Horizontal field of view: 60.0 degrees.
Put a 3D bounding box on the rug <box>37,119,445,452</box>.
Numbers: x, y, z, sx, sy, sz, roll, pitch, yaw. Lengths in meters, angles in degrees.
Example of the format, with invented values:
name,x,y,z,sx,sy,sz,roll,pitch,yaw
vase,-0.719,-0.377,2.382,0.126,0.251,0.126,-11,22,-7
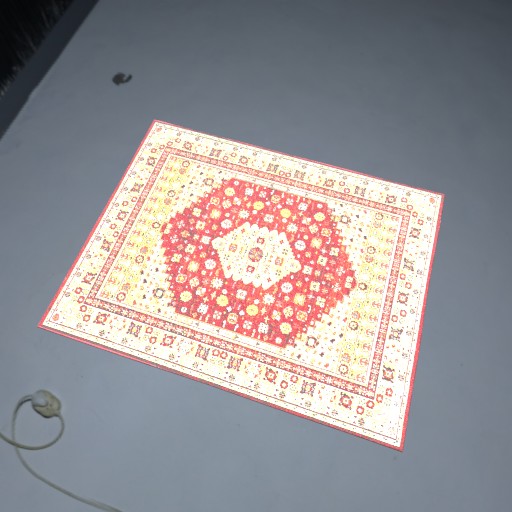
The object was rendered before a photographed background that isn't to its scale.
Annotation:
name,x,y,z,sx,sy,sz,roll,pitch,yaw
rug,0.000,0.000,3.973,3.053,0.013,2.387,16,65,8
